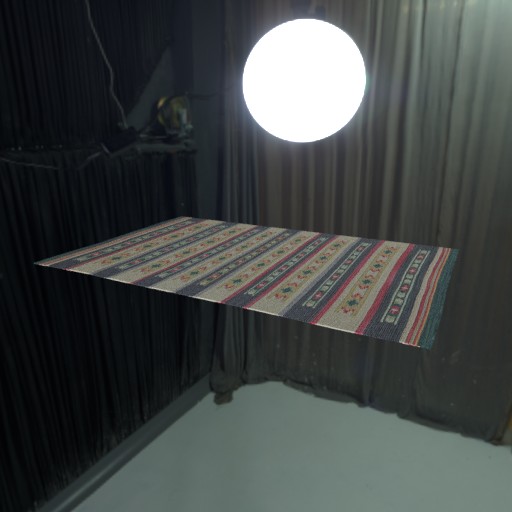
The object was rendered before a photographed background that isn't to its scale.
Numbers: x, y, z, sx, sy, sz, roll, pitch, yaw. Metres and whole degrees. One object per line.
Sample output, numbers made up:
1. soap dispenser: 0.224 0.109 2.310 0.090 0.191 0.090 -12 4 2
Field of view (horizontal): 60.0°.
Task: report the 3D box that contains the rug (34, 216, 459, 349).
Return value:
1. rug: 0.000 0.000 2.858 2.311 0.010 1.522 9 19 26
